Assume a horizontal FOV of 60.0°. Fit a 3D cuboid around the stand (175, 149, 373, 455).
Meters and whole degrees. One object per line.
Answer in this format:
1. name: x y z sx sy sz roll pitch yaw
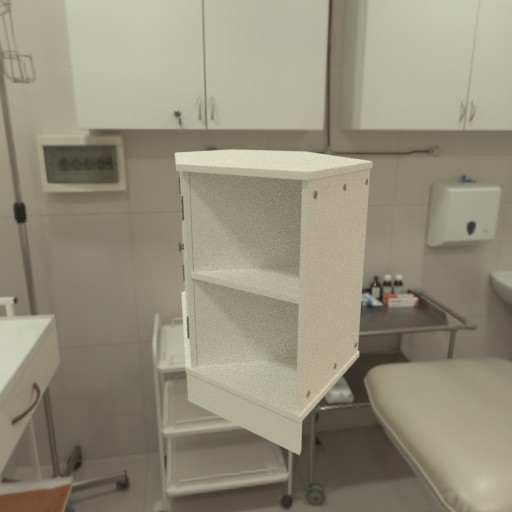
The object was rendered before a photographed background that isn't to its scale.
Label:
1. stand: 0.000 0.000 1.394 0.477 0.614 1.072 -3 16 -10
